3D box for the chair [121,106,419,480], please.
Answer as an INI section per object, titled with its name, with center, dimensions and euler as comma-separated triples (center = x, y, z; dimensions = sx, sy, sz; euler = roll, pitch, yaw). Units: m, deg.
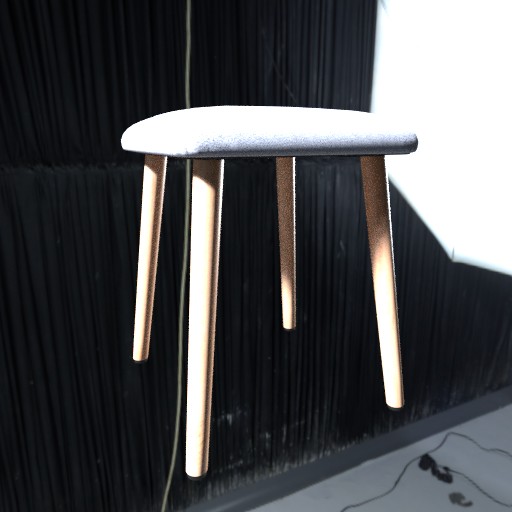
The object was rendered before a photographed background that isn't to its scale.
[chair]
center = 0.000, 0.000, 0.699
dimensions = 0.350, 0.440, 0.350
euler = -7, 17, -25
